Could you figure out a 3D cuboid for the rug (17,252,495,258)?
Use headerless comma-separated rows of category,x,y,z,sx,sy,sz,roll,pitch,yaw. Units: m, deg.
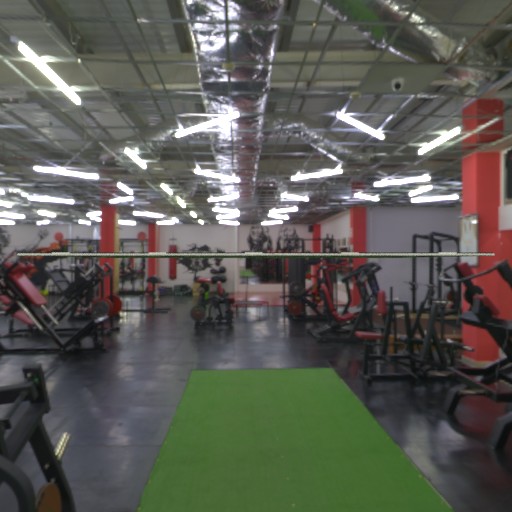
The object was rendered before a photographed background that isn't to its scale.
rug,0.000,0.000,2.893,2.286,0.016,1.555,0,-1,0
